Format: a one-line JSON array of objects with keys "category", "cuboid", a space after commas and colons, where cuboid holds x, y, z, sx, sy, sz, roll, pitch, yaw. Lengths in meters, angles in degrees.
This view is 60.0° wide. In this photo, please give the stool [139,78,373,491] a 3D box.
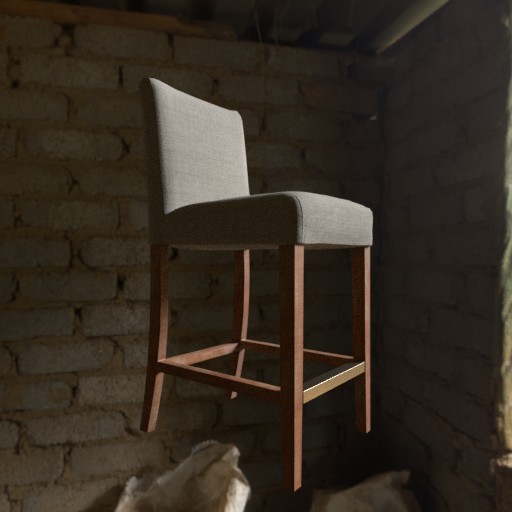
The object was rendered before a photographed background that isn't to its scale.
[{"category": "stool", "cuboid": [0.000, 0.000, 1.309, 0.567, 1.039, 0.454, 0, 1, 37]}]
